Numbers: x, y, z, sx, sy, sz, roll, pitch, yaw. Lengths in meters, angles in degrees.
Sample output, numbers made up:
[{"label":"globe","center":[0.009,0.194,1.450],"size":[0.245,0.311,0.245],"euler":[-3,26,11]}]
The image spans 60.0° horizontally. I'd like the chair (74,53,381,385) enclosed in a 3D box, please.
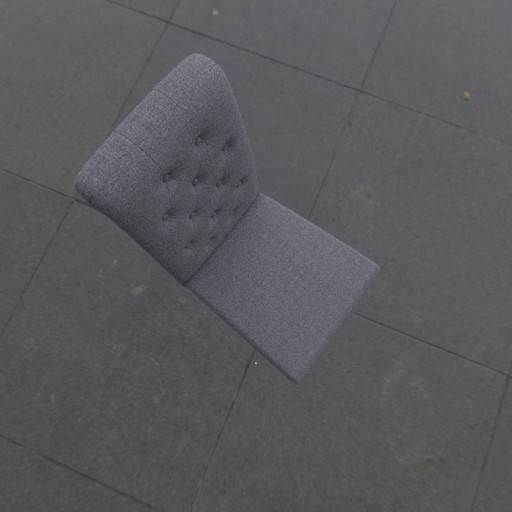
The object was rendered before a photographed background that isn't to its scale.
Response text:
[{"label":"chair","center":[0.000,0.000,1.355],"size":[0.671,1.006,0.456],"euler":[37,79,8]}]
